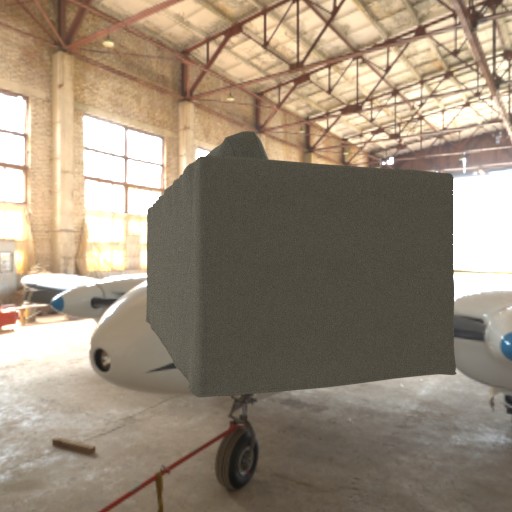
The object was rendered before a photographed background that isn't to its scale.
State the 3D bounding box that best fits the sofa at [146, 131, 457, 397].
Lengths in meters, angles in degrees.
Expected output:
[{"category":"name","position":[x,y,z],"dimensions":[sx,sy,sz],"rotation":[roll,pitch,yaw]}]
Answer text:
[{"category":"sofa","position":[0.000,0.000,2.217],"dimensions":[0.944,0.830,1.727],"rotation":[0,0,-19]}]
